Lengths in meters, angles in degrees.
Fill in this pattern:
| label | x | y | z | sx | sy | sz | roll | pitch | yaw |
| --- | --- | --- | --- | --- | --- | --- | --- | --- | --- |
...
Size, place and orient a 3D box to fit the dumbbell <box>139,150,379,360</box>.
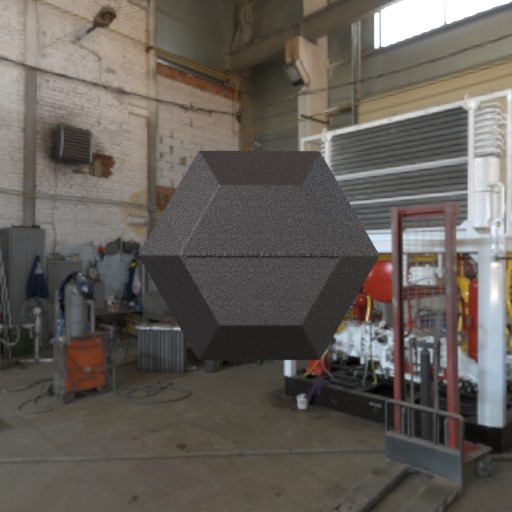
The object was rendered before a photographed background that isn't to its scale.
| label | x | y | z | sx | sy | sz | roll | pitch | yaw |
| --- | --- | --- | --- | --- | --- | --- | --- | --- | --- |
| dumbbell | 0.000 | 0.000 | 0.404 | 0.142 | 0.123 | 0.337 | 0 | 0 | -1 |
